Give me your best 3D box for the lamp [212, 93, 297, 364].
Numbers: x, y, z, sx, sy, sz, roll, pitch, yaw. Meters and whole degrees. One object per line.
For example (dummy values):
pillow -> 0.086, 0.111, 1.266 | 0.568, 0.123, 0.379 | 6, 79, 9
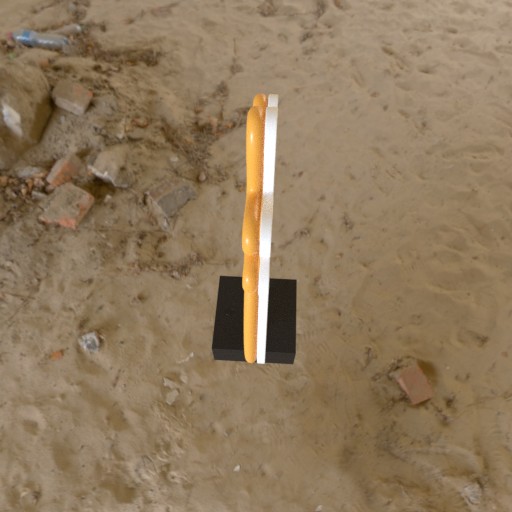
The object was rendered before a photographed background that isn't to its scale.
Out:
lamp -> 0.000, 0.000, 0.383 | 0.088, 0.317, 0.167 | 3, 59, 2
